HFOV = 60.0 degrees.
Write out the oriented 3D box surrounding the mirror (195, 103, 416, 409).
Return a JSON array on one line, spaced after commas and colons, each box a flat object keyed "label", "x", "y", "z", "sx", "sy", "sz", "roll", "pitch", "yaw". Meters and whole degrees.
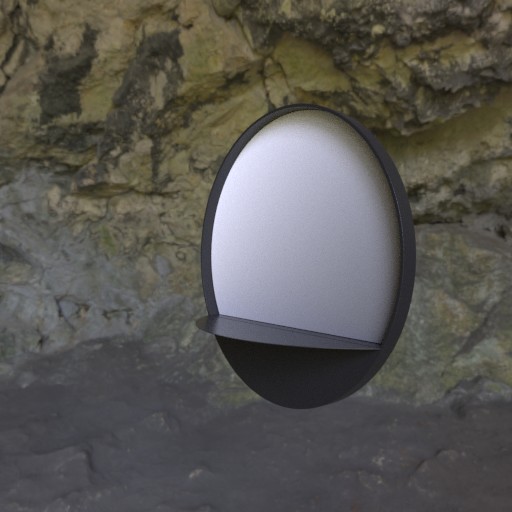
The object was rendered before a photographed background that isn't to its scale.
[{"label": "mirror", "x": 0.000, "y": 0.000, "z": 0.664, "sx": 0.133, "sy": 0.457, "sz": 0.457, "roll": 0, "pitch": -1, "yaw": -37}]
